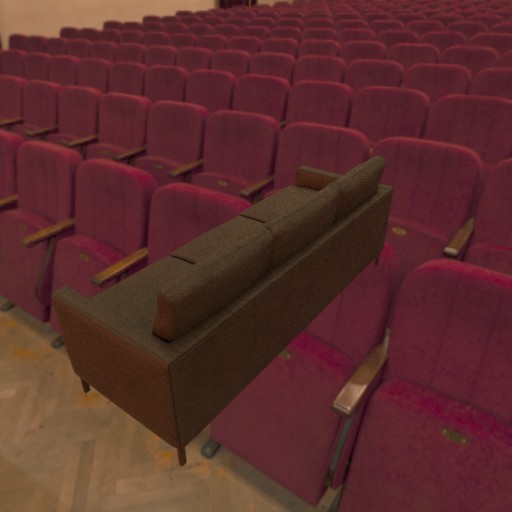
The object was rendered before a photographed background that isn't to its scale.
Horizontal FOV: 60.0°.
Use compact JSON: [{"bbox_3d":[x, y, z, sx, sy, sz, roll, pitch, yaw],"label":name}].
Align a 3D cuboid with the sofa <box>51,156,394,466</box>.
[{"bbox_3d":[0.000,0.000,2.444,0.748,0.805,2.029,21,36,31],"label":"sofa"}]
